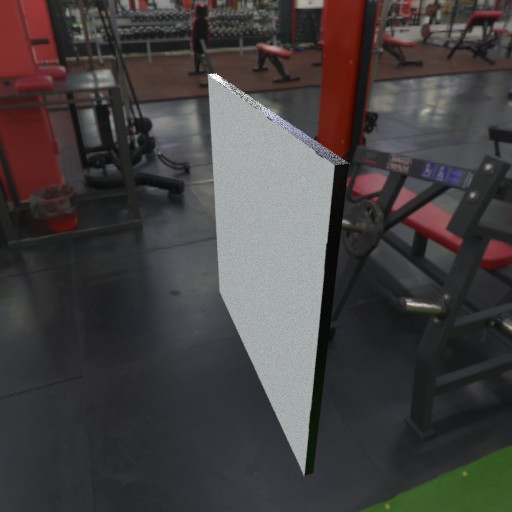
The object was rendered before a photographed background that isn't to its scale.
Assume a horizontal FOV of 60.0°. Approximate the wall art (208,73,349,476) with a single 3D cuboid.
[{"bbox_3d":[0.000,0.000,0.669,0.014,0.445,0.446,-10,33,-16],"label":"wall art"}]
